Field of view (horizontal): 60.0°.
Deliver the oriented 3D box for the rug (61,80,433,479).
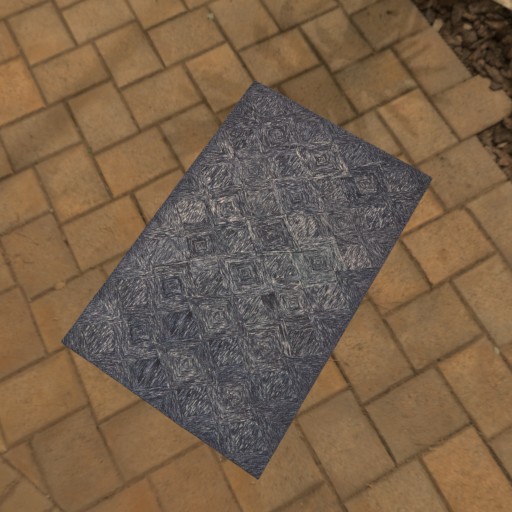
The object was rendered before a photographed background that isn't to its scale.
[{"bbox_3d":[0.000,0.000,2.263,1.139,0.010,1.754,32,77,8],"label":"rug"}]
